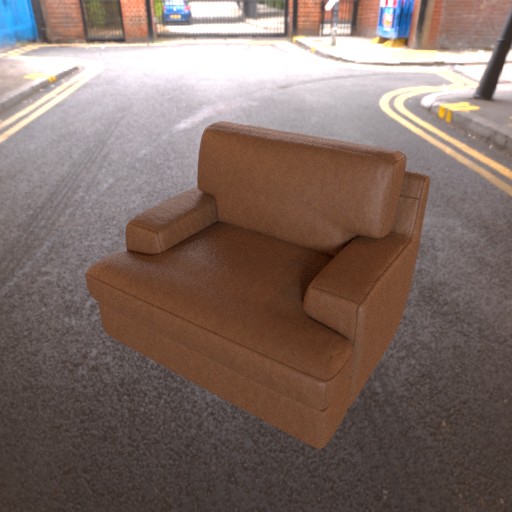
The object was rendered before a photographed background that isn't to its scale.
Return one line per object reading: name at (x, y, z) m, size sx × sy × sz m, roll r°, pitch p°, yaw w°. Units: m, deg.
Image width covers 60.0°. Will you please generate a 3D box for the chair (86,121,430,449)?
chair at (0.000, 0.000, 2.044) m, size 1.276 × 0.978 × 1.050 m, roll 19°, pitch 35°, yaw 29°
